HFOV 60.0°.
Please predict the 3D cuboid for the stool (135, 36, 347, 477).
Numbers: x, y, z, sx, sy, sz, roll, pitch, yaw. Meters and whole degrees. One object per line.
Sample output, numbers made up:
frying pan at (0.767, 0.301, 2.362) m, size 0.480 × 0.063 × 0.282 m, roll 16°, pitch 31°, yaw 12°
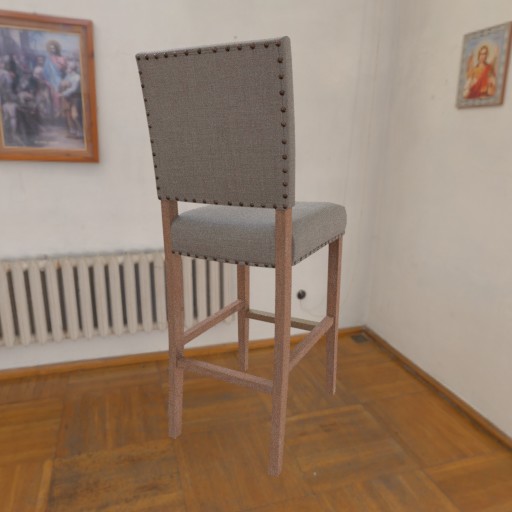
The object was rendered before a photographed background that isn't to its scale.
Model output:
stool at (0.000, 0.000, 1.468) m, size 0.445 × 1.203 × 0.585 m, roll 8°, pitch 17°, yaw 27°
